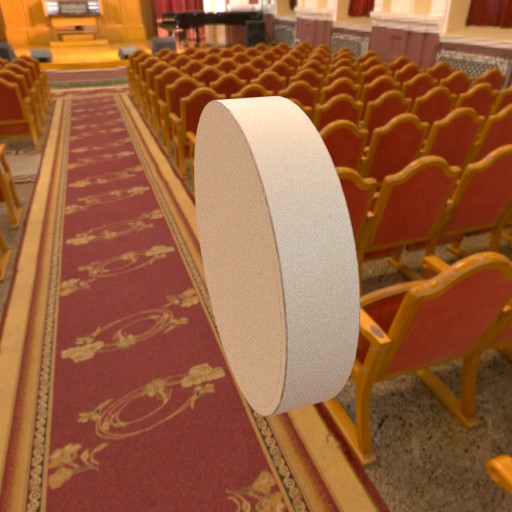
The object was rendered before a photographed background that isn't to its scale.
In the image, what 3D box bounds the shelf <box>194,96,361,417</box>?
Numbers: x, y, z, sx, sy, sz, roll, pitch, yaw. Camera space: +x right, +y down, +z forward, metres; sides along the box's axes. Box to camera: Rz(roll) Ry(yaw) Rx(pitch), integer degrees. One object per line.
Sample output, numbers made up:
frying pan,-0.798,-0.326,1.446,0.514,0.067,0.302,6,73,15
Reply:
shelf,0.000,0.000,1.200,0.158,0.807,0.806,-10,32,-16
